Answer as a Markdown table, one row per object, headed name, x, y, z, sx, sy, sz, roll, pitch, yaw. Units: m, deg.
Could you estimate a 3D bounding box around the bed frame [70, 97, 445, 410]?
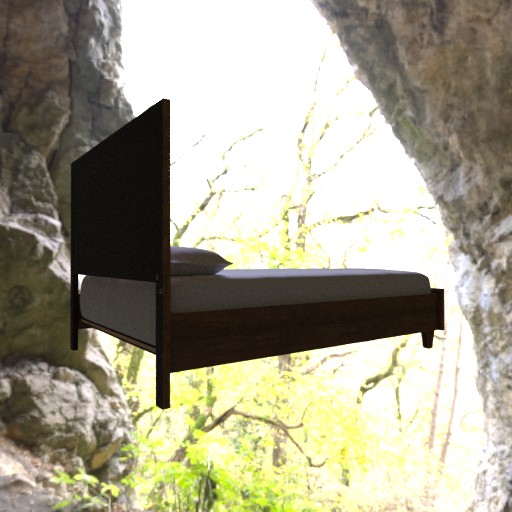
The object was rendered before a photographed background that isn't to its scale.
| name | x | y | z | sx | sy | sz | roll | pitch | yaw |
| --- | --- | --- | --- | --- | --- | --- | --- | --- | --- |
| bed frame | 0.000 | 0.000 | 3.360 | 2.276 | 1.417 | 1.696 | 0 | -1 | -36 |
